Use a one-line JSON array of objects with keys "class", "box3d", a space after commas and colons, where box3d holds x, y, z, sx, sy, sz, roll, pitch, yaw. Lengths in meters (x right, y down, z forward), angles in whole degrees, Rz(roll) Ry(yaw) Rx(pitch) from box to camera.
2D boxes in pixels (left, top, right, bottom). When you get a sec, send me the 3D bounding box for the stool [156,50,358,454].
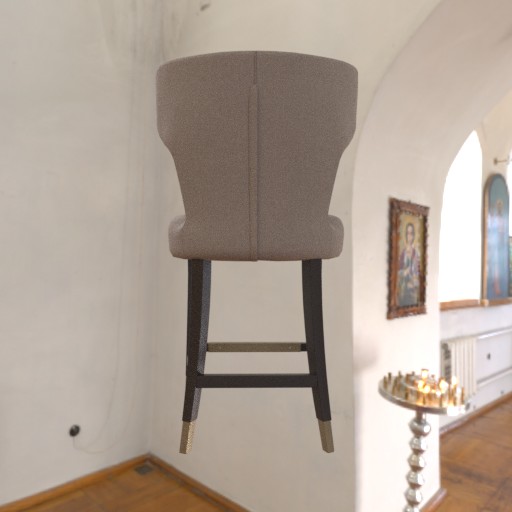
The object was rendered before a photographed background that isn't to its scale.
[{"class": "stool", "box3d": [0.000, 0.000, 1.307, 0.527, 0.982, 0.563, 0, 0, -1]}]
